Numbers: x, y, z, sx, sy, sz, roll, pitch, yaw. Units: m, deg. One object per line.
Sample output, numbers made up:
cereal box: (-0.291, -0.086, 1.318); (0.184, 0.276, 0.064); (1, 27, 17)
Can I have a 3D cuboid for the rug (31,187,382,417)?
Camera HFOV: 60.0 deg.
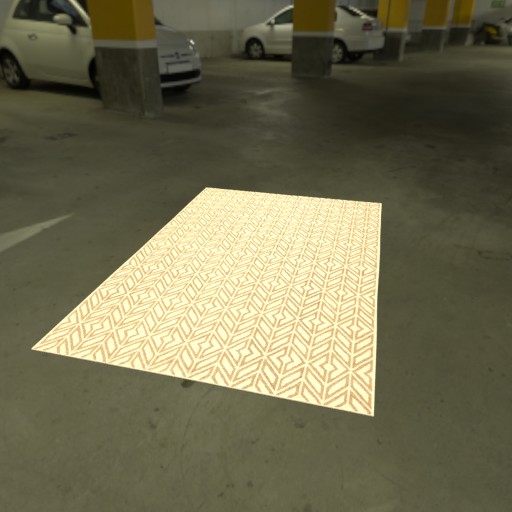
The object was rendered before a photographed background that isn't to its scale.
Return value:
rug: (0.000, 0.000, 2.261); (1.220, 0.007, 1.828); (7, 29, 13)
